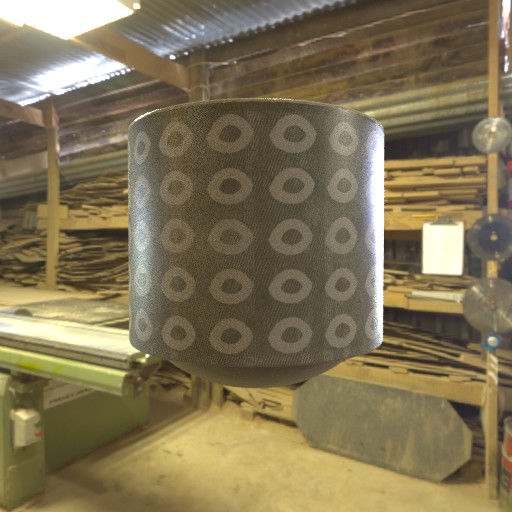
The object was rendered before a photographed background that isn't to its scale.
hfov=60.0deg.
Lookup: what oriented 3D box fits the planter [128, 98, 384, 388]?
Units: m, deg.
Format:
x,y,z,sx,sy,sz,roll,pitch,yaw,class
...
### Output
x,y,z,sx,sy,sz,roll,pitch,yaw,class
0.000,0.000,0.453,0.250,0.239,0.250,0,1,0,planter
